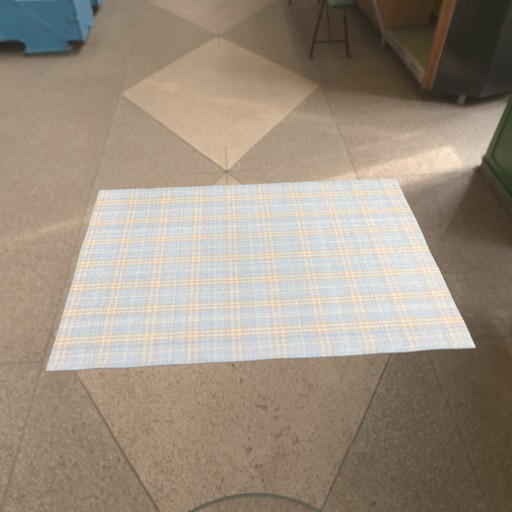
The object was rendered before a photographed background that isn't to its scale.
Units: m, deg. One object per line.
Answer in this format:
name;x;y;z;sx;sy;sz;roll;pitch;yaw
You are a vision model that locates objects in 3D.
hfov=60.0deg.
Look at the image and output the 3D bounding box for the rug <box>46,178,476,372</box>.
rug;0.000;0.000;2.299;1.835;0.012;1.231;-3;46;-3
